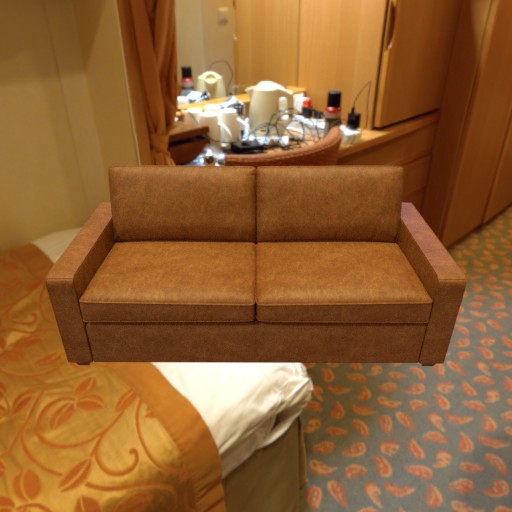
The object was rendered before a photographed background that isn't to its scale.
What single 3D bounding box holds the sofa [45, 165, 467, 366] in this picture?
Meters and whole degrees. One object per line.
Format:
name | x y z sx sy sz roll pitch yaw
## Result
sofa | 0.000 0.000 2.665 2.156 0.928 0.991 0 30 0
